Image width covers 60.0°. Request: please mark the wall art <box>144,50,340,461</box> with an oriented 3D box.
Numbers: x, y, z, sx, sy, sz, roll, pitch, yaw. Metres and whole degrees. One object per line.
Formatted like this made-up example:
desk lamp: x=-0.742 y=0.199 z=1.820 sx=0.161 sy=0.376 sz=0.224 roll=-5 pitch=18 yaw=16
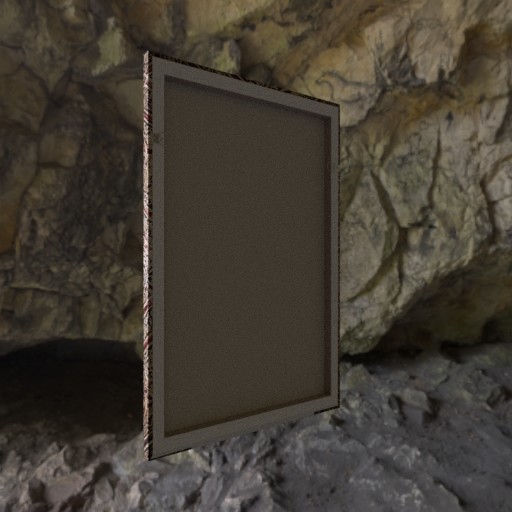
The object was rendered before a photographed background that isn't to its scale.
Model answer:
wall art: x=0.000 y=0.000 z=0.767 sx=0.397 sy=0.599 sz=0.020 roll=0 pitch=0 yaw=-35
